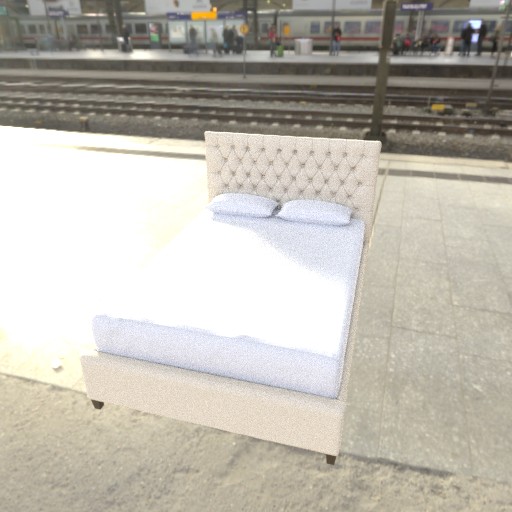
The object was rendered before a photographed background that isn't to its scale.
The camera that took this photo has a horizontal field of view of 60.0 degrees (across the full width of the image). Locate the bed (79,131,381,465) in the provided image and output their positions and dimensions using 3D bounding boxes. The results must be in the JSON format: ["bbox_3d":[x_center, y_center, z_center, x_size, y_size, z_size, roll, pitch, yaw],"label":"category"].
[{"bbox_3d":[0.000,0.000,3.499,1.698,1.427,2.387,7,28,14],"label":"bed"}]
